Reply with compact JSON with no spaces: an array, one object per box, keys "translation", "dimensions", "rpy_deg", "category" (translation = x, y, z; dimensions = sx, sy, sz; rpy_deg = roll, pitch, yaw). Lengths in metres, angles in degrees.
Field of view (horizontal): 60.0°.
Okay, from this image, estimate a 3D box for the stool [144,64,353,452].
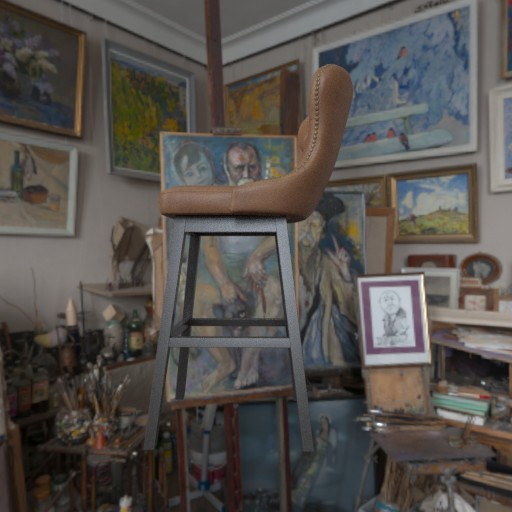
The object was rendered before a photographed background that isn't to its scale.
[{"translation":[0.000,0.000,1.413],"dimensions":[0.601,1.050,0.528],"rpy_deg":[0,0,2],"category":"stool"}]
